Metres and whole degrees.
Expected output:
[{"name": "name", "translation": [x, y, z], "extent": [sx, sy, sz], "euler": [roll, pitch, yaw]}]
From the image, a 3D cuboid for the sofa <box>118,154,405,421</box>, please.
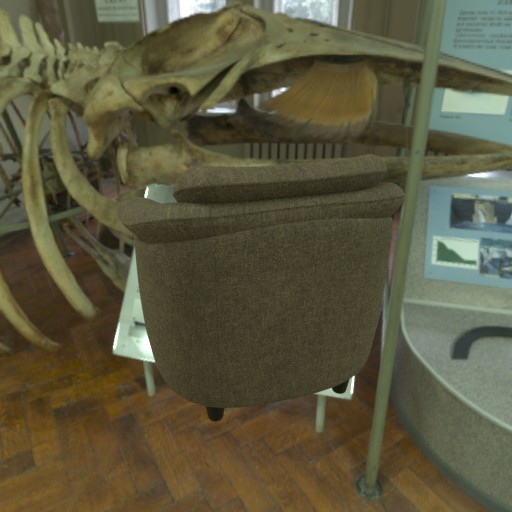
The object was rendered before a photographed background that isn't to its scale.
[{"name": "sofa", "translation": [0.000, 0.000, 1.520], "extent": [0.870, 0.811, 0.794], "euler": [-7, 27, -15]}]
